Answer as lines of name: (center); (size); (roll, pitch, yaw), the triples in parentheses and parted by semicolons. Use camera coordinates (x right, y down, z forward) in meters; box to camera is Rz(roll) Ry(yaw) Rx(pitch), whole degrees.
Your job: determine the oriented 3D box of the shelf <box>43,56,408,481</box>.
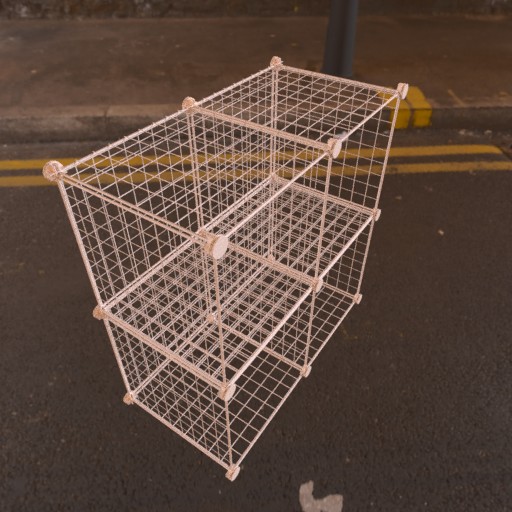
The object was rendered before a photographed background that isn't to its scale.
shelf: (0.000, 0.000, 1.092); (0.356, 0.711, 0.711); (24, 46, 26)
